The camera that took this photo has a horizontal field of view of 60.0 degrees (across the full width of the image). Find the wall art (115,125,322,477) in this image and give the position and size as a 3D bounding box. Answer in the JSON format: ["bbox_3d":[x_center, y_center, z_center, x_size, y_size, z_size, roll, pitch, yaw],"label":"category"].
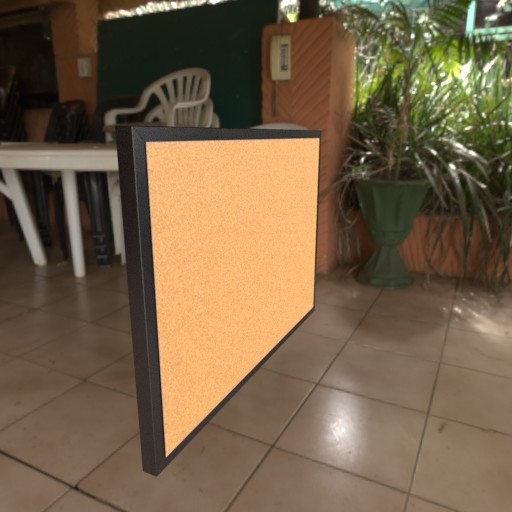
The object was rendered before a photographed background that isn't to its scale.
[{"bbox_3d":[0.000,0.000,0.830,0.027,0.458,0.657,7,17,25],"label":"wall art"}]
